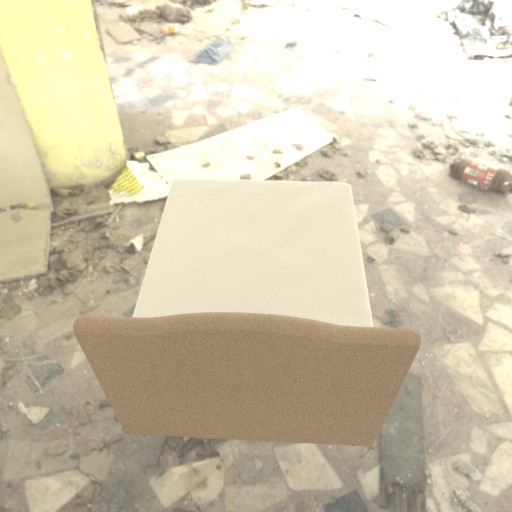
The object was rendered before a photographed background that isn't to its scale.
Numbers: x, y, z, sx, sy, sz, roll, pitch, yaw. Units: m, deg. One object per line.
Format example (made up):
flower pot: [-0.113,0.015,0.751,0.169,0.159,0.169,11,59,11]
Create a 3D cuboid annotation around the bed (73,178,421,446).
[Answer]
bed: [0.000,0.000,3.369,1.821,1.436,2.282,2,47,2]
